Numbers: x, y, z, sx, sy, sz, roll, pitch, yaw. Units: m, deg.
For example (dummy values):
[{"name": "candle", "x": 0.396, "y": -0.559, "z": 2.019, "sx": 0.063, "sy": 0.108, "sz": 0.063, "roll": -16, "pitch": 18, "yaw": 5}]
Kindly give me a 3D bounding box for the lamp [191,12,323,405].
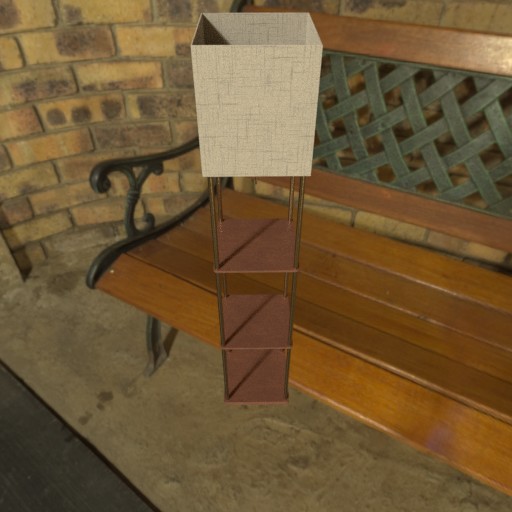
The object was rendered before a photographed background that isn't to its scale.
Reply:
[{"name": "lamp", "x": 0.000, "y": 0.000, "z": 1.661, "sx": 0.308, "sy": 1.569, "sz": 0.310, "roll": -1, "pitch": 41, "yaw": -1}]
